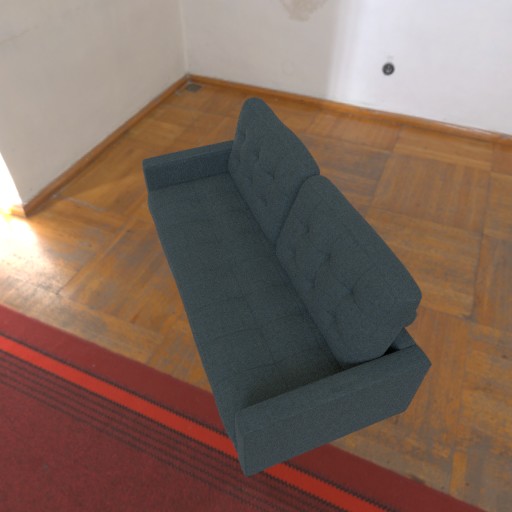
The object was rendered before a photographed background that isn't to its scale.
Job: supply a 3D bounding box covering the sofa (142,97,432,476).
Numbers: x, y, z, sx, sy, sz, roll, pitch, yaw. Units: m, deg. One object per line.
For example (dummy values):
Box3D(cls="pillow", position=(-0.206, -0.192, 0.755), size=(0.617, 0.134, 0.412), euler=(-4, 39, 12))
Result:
Box3D(cls="sofa", position=(0.000, 0.000, 2.572), size=(0.966, 1.050, 2.010), euler=(-16, 49, -14))
